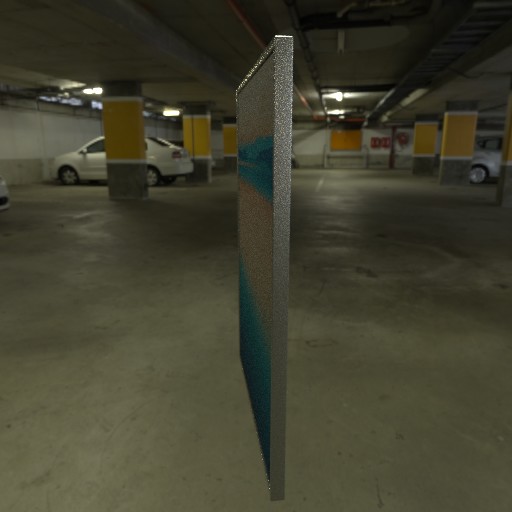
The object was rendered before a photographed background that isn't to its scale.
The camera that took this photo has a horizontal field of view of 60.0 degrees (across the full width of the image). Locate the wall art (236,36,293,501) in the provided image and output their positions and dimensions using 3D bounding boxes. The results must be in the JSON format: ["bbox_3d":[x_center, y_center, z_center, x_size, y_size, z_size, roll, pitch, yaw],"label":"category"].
[{"bbox_3d":[0.000,0.000,1.362,0.037,1.062,0.801,-2,14,-8],"label":"wall art"}]
